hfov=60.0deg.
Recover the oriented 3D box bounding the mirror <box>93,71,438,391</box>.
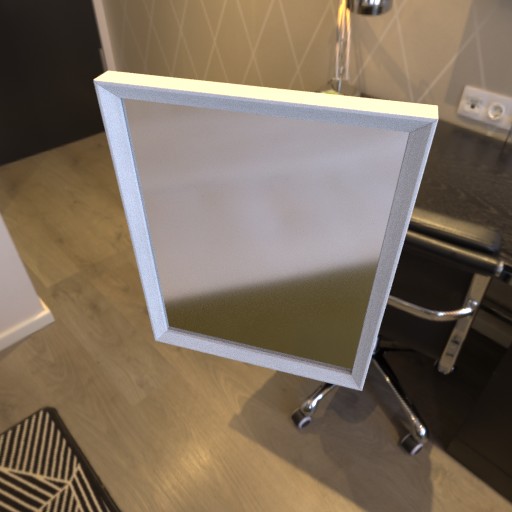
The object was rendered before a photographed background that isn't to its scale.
[{"bbox_3d":[0.000,0.000,0.683,0.406,0.509,0.041,11,42,12],"label":"mirror"}]
